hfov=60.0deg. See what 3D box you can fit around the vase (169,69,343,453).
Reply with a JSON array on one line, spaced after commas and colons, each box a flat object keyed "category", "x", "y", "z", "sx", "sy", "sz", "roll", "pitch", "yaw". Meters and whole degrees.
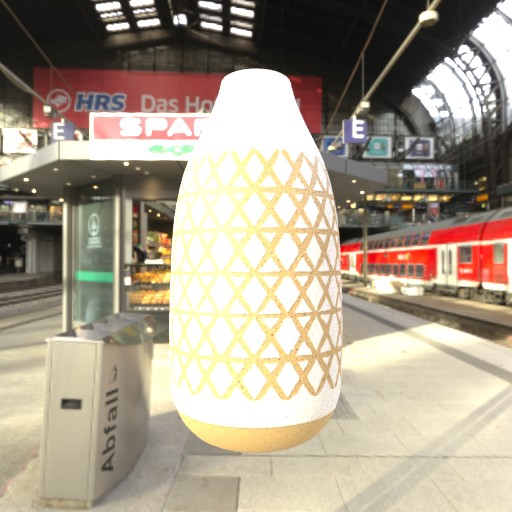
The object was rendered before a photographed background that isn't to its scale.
[{"category": "vase", "x": 0.000, "y": 0.000, "z": 0.485, "sx": 0.186, "sy": 0.380, "sz": 0.186, "roll": 0, "pitch": -1, "yaw": 0}]
